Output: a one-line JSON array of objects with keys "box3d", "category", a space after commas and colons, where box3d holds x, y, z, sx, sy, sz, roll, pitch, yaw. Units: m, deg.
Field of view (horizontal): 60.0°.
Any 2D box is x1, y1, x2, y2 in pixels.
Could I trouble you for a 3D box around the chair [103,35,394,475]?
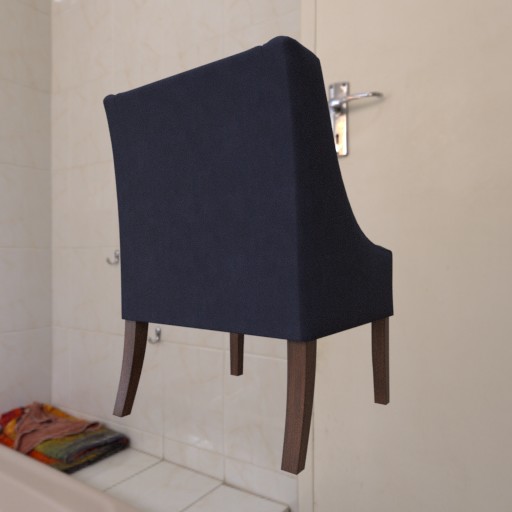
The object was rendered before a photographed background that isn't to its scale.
[{"box3d": [0.000, 0.000, 1.299, 0.629, 0.895, 0.629, 0, 0, 36], "category": "chair"}]
